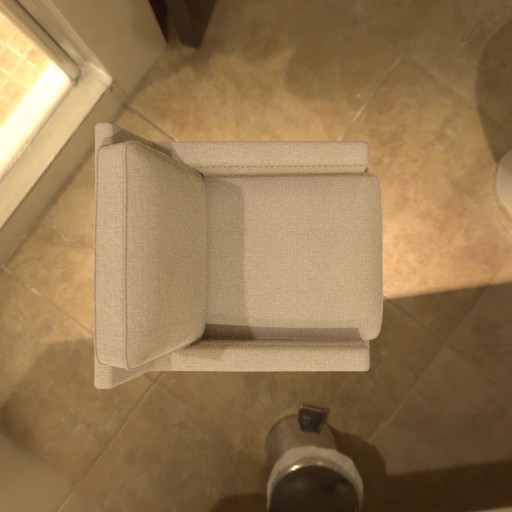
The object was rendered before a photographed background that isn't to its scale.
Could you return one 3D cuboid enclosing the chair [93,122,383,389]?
[{"bbox_3d":[0.000,0.000,1.718,1.014,0.943,0.853,0,90,1],"label":"chair"}]
